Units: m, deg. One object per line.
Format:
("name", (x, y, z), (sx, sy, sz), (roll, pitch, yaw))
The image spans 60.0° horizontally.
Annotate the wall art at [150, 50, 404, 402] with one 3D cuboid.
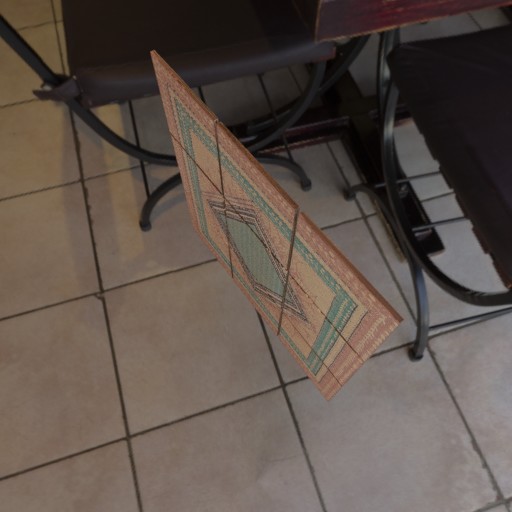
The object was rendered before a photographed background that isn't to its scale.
("wall art", (0.000, 0.000, 1.397), (0.013, 0.914, 0.915), (-33, 68, -16))
